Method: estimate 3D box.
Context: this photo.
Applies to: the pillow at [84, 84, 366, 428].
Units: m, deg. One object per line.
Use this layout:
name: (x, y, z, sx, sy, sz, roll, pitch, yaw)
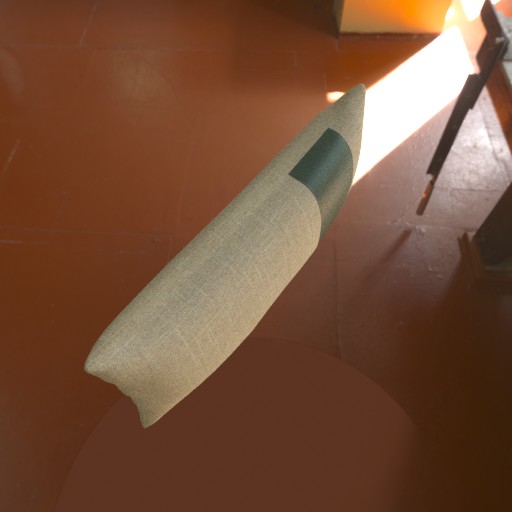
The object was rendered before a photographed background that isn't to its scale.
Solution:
pillow: (0.000, 0.000, 1.037, 0.197, 0.429, 0.859, 32, 63, 19)
